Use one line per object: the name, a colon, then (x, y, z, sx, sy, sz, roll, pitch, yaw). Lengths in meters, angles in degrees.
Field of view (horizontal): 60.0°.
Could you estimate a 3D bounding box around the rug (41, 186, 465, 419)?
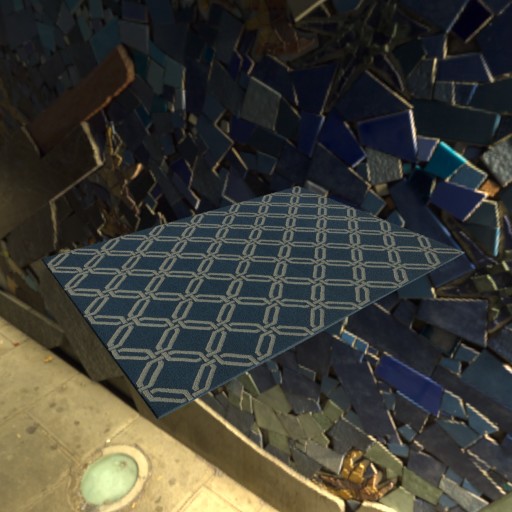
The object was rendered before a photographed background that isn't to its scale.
rug: (0.000, 0.000, 4.321, 3.342, 0.018, 2.432, -20, 35, -33)
